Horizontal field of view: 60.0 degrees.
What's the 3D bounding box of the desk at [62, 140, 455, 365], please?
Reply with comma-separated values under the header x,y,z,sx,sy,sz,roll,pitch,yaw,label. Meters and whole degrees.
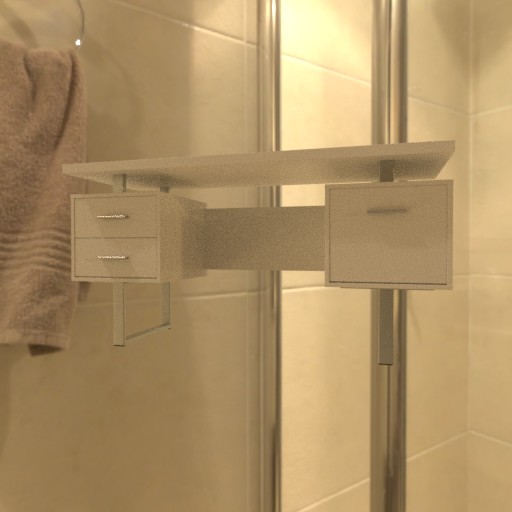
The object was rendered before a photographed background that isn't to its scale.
x,y,z,sx,sy,sz,roll,pitch,yaw,label
0.000,0.000,1.951,1.530,0.773,0.603,0,1,16,desk
